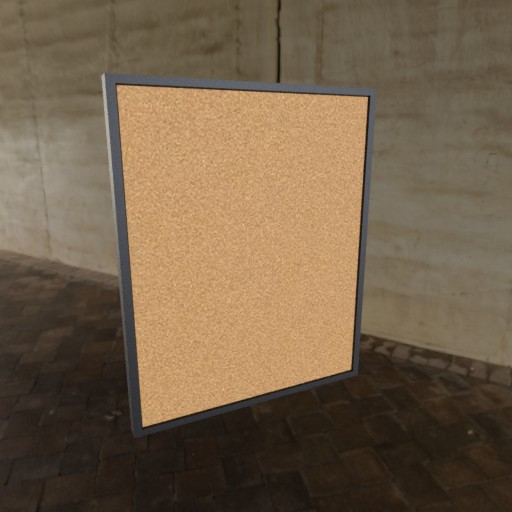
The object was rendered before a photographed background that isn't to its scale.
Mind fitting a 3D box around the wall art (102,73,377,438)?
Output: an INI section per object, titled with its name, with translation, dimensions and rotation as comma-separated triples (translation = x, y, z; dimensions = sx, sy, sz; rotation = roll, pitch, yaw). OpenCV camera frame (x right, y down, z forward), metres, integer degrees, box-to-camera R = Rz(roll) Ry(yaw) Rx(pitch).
[wall art]
translation = 0.000, 0.000, 0.764
dimensions = 0.457, 0.559, 0.029
rotation = -7, 17, -25
